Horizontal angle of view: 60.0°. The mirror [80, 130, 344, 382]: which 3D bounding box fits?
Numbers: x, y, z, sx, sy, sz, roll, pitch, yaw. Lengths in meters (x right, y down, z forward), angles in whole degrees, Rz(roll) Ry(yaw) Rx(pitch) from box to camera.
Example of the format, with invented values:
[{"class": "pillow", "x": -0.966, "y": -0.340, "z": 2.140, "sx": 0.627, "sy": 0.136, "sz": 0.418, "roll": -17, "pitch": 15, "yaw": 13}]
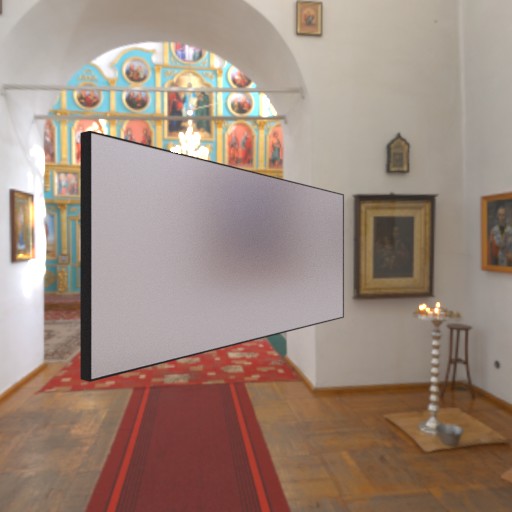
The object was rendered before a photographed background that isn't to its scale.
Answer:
[{"class": "mirror", "x": 0.000, "y": 0.000, "z": 1.863, "sx": 0.047, "sy": 0.692, "sz": 1.584, "roll": 0, "pitch": 0, "yaw": 37}]
